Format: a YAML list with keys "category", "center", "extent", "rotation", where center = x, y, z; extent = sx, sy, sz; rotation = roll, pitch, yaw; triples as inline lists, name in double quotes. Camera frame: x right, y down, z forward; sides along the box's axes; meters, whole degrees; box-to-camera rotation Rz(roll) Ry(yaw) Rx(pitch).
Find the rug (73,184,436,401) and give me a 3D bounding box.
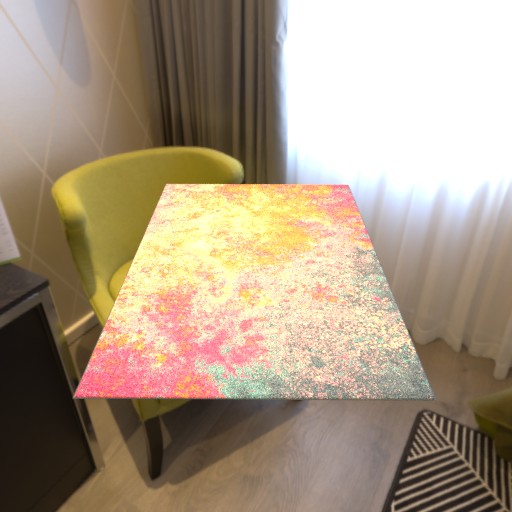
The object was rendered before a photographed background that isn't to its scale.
- category: "rug"
  center: [0.000, 0.000, 3.653]
  extent: [2.007, 0.013, 2.896]
  rotation: [0, 33, 0]
